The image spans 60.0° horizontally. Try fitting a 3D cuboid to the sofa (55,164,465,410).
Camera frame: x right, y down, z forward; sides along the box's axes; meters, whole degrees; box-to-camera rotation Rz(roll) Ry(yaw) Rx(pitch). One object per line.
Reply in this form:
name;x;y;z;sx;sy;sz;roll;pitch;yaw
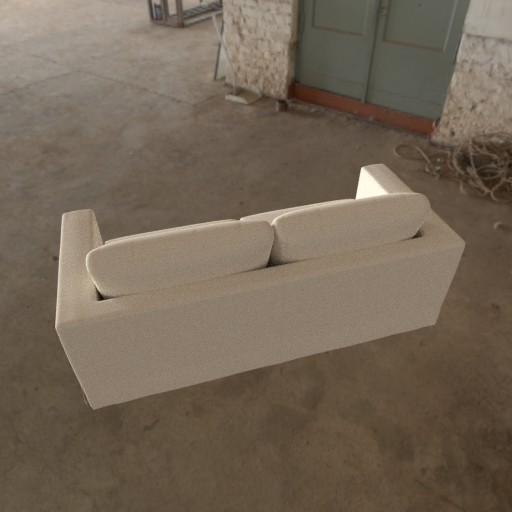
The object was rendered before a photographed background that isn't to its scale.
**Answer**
sofa;0.000;0.000;2.664;2.163;0.881;0.954;-11;42;-12
